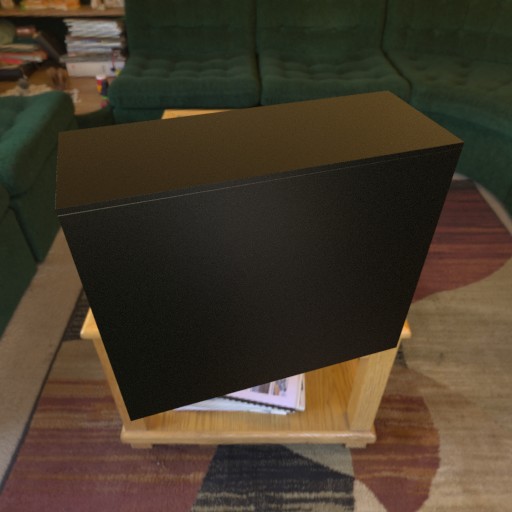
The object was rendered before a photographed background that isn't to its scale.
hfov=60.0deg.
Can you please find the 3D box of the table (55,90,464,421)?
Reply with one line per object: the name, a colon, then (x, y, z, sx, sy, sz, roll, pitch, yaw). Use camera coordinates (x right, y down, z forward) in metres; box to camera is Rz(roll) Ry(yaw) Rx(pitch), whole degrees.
table: (0.000, 0.000, 1.353, 0.930, 0.790, 0.380, -12, 42, -13)
